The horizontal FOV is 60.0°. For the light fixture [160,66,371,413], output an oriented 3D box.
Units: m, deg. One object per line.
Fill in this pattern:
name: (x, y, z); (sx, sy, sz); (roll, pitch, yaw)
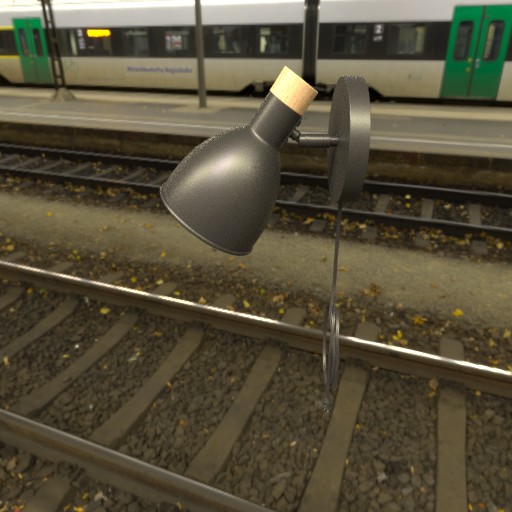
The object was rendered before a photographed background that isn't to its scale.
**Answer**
light fixture: (0.000, 0.000, 0.509); (0.203, 0.401, 0.127); (0, 25, 0)
